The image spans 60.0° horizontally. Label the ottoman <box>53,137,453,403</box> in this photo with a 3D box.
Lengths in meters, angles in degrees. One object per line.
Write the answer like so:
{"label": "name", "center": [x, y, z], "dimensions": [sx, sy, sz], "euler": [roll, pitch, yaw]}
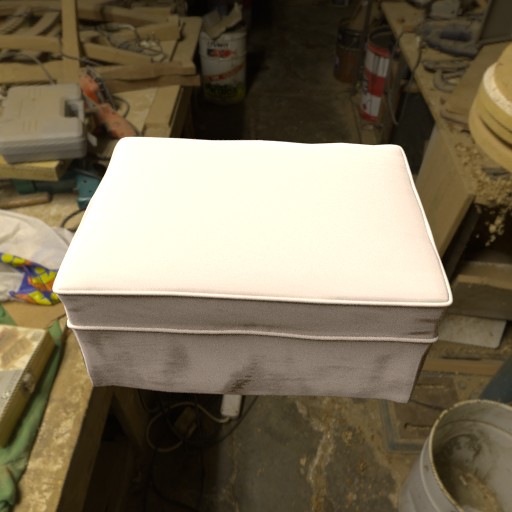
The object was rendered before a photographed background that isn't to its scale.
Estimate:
{"label": "ottoman", "center": [0.000, 0.000, 1.330], "dimensions": [0.944, 0.479, 0.703], "euler": [2, 46, 2]}
